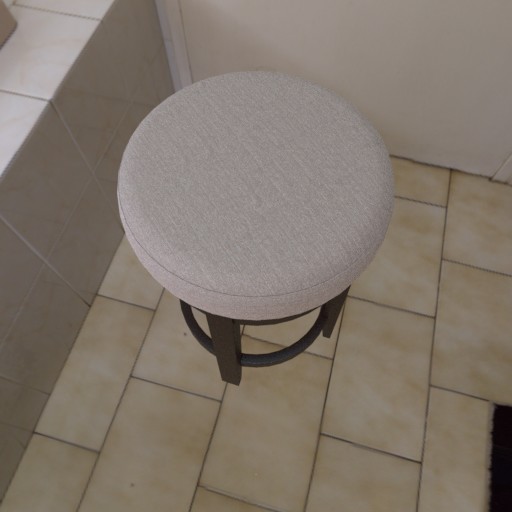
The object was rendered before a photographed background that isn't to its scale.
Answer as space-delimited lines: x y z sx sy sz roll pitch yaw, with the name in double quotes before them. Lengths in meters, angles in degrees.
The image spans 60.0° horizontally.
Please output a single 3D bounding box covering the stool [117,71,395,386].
"stool" 0.000 0.000 0.962 0.443 0.672 0.443 0 64 0
